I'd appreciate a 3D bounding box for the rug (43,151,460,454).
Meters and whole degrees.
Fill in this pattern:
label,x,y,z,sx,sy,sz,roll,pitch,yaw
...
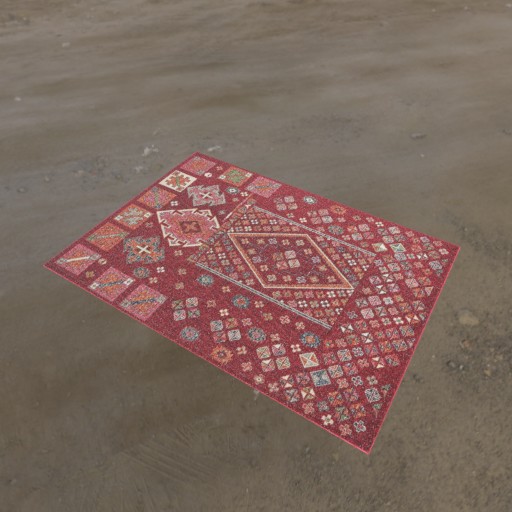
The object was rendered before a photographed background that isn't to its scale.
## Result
label,x,y,z,sx,sy,sz,roll,pitch,yaw
rug,0.000,0.000,4.322,3.306,0.011,2.389,24,50,22
